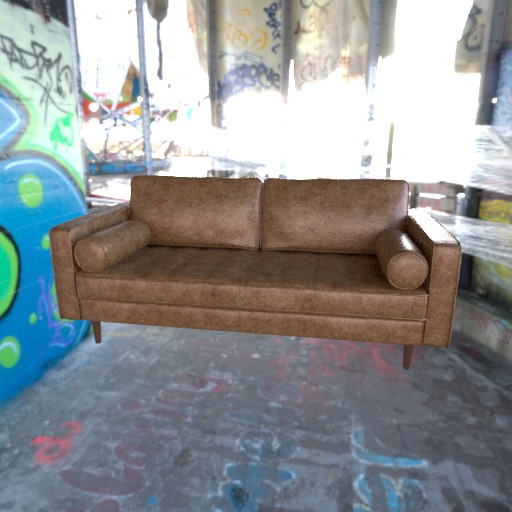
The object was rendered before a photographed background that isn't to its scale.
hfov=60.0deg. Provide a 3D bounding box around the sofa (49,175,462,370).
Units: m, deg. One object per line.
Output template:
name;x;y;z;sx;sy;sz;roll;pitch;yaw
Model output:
sofa;0.000;0.000;2.458;1.920;0.825;0.924;3;16;10
